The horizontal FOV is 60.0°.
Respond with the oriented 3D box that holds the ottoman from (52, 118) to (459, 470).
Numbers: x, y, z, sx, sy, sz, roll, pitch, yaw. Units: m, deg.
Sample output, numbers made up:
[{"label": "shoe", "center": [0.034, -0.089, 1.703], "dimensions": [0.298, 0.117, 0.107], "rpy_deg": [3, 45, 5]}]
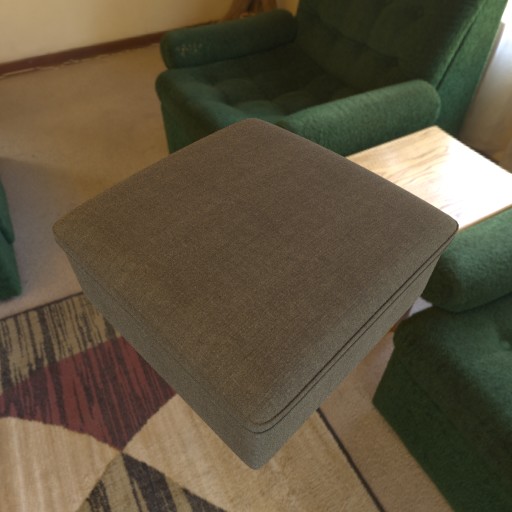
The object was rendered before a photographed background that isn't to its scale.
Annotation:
[{"label": "ottoman", "center": [0.000, 0.000, 1.698], "dimensions": [1.067, 0.559, 1.067], "rpy_deg": [36, 56, 28]}]
